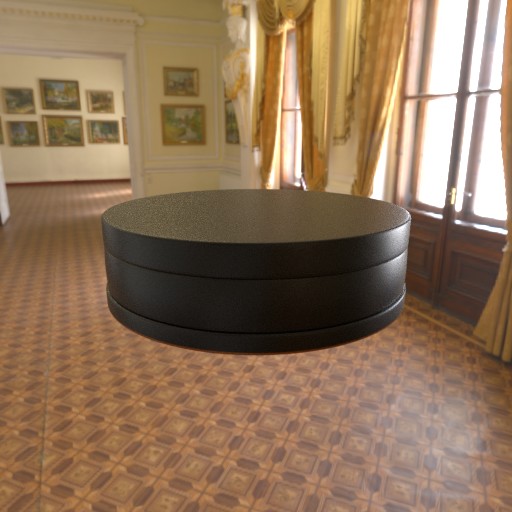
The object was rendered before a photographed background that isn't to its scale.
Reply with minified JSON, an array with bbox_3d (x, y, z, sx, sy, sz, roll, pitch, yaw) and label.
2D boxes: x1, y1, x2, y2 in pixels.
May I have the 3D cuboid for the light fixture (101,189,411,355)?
[{"bbox_3d":[0.000,0.000,0.436,0.283,0.097,0.283,0,16,0],"label":"light fixture"}]
